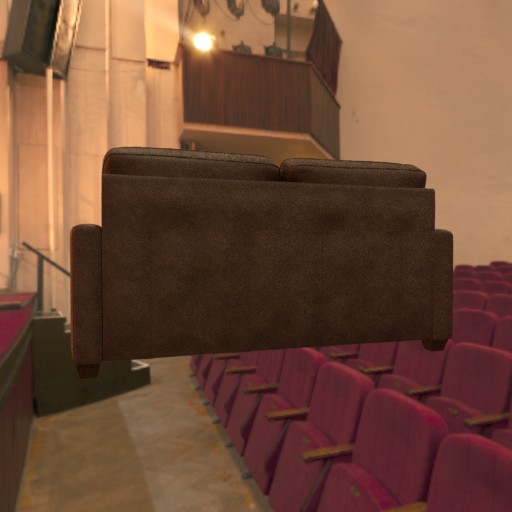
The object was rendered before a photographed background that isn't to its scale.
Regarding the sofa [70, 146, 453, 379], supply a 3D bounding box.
[{"bbox_3d":[0.000,0.000,2.327,1.732,0.916,0.939,0,1,-16],"label":"sofa"}]
